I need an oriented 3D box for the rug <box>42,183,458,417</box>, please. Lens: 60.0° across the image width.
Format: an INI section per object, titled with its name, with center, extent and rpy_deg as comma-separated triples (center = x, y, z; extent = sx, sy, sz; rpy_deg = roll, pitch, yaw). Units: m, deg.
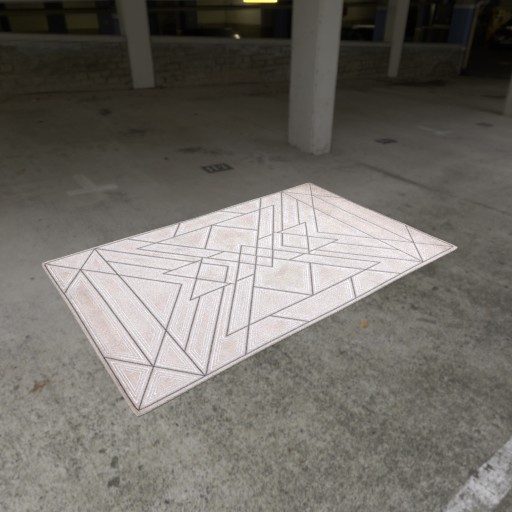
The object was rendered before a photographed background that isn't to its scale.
[rug]
center = 0.000, 0.000, 3.085
extent = 2.459, 0.023, 1.575
rpy_deg = -21, 37, -31
